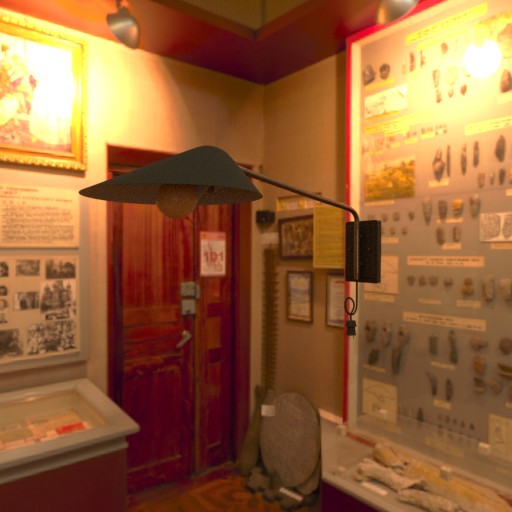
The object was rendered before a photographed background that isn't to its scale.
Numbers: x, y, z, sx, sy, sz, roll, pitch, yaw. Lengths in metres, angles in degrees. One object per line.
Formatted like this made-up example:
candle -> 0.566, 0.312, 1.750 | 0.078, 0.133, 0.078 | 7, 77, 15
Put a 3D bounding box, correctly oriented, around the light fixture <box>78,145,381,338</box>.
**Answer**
light fixture -> 0.000, 0.000, 0.682 | 0.516, 0.312, 0.240 | -1, 1, -37
